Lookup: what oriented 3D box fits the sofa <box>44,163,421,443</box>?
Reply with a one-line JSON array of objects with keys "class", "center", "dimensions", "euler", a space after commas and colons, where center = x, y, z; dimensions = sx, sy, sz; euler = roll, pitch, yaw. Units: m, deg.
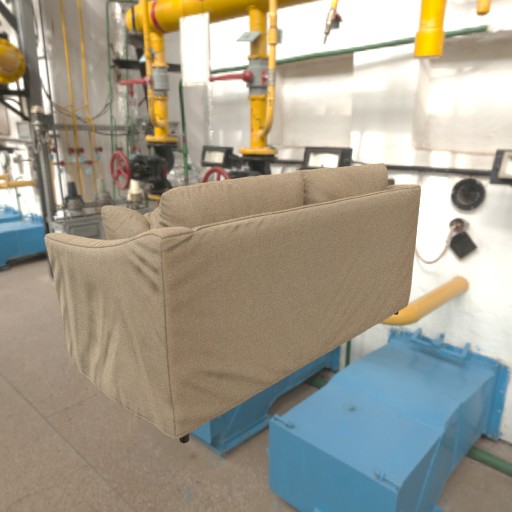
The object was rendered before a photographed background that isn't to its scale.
[{"class": "sofa", "center": [0.000, 0.000, 2.592], "dimensions": [1.072, 1.018, 2.010], "euler": [15, 21, 42]}]
